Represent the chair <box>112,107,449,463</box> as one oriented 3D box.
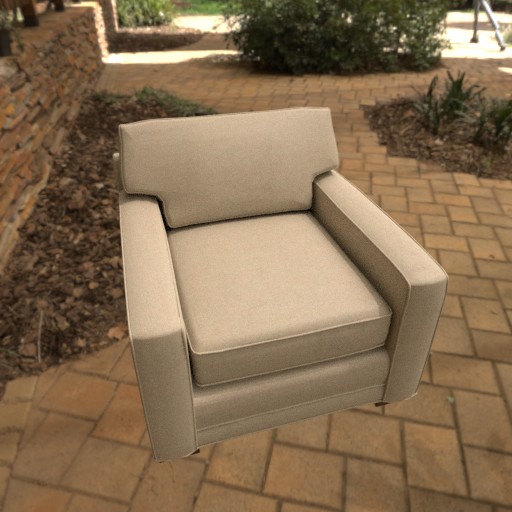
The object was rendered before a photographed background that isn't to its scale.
[{"bbox_3d":[0.000,0.000,1.756,0.998,0.913,1.043,-9,35,-13],"label":"chair"}]
